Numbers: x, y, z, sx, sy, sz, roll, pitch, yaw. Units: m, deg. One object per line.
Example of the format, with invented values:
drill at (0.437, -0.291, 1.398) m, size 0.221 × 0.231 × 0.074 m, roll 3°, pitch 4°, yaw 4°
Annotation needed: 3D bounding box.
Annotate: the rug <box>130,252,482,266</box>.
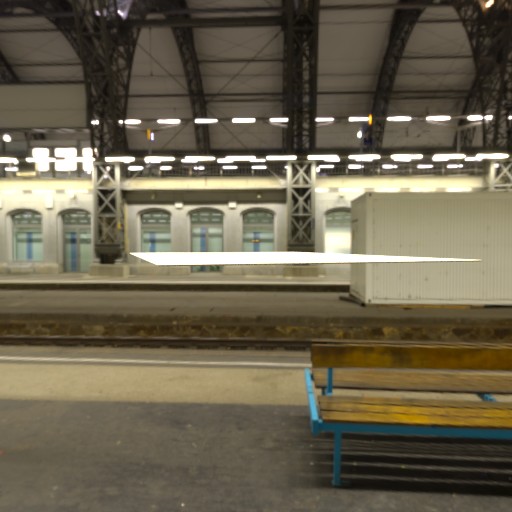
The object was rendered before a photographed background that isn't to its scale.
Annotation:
rug at (0.000, 0.000, 2.389) m, size 1.234 × 0.006 × 1.850 m, roll -1°, pitch 2°, yaw -18°
